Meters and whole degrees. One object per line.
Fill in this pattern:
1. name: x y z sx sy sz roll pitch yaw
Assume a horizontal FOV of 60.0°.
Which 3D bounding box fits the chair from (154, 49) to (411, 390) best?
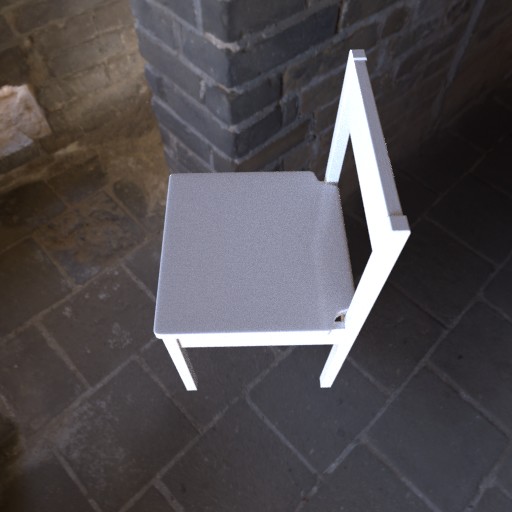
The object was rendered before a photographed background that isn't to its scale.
1. chair: 0.000 0.000 0.895 0.361 0.668 0.367 -1 58 -1
